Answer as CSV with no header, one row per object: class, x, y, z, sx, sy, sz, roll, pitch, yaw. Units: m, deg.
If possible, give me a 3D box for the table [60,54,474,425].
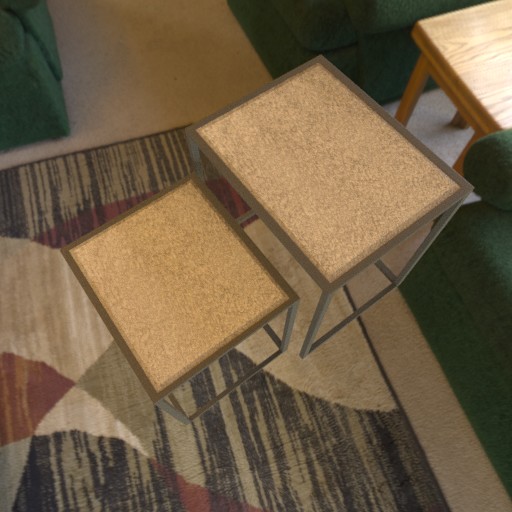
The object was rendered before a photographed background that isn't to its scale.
table,0.000,0.000,1.177,0.788,0.540,0.508,-34,69,-15
